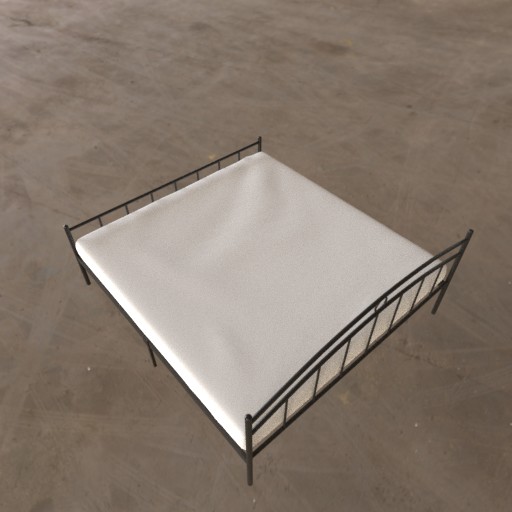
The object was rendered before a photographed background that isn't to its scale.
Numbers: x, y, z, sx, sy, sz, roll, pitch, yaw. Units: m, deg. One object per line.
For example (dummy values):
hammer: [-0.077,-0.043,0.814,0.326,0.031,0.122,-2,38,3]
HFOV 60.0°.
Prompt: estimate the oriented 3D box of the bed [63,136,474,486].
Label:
bed: [0.000,0.000,3.162,1.880,0.940,2.040,-32,53,-28]
